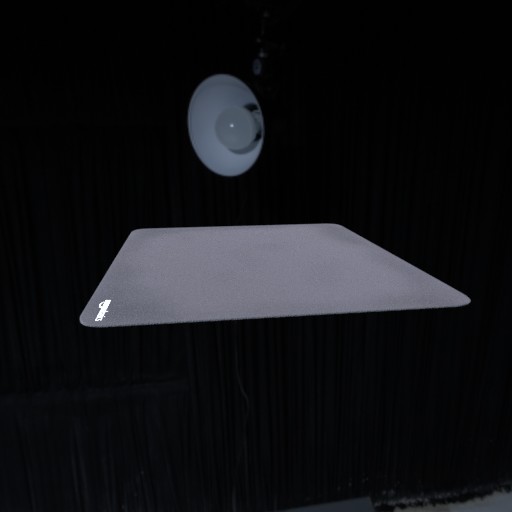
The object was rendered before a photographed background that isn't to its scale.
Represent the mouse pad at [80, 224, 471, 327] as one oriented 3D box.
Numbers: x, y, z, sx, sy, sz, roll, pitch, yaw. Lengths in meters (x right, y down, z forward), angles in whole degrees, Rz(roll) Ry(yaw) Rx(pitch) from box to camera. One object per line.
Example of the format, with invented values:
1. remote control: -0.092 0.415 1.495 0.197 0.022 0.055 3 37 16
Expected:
1. mouse pad: 0.000 0.000 0.634 0.393 0.002 0.451 -2 15 -8
